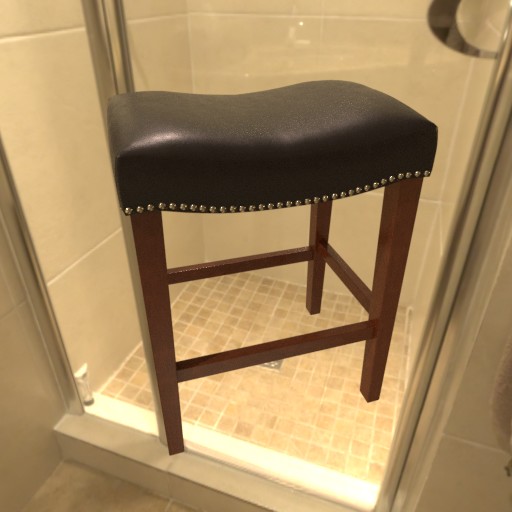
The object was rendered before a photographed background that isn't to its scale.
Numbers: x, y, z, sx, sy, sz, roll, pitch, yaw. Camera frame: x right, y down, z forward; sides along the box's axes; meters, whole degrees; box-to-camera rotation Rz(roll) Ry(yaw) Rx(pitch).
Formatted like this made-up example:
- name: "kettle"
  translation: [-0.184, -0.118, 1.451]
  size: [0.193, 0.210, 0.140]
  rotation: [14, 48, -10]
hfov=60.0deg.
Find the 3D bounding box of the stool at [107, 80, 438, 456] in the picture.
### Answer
- name: "stool"
  translation: [0.000, 0.000, 0.932]
  size: [0.504, 0.654, 0.372]
  rotation: [-9, 33, -15]
